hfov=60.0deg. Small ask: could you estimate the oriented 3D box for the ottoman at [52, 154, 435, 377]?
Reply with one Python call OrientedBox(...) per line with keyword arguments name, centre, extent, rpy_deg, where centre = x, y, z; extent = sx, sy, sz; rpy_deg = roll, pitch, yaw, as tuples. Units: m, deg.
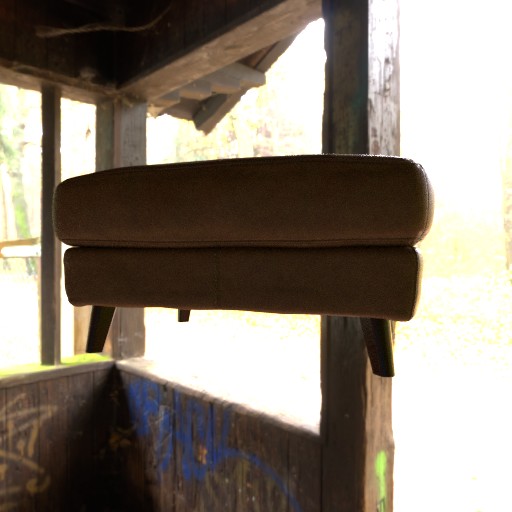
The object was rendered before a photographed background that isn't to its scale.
OrientedBox(name="ottoman", centre=(0.000, 0.000, 1.204), extent=(0.869, 0.461, 0.630), rpy_deg=(0, 1, 17))
